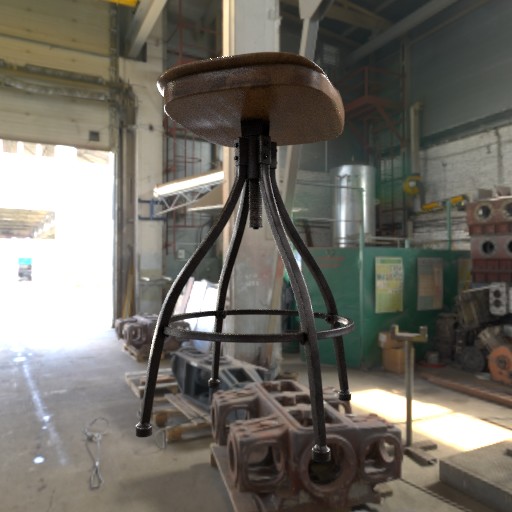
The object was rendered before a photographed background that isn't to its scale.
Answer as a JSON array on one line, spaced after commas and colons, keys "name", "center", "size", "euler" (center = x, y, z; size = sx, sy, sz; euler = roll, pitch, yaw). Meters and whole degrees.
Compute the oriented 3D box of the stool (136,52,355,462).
[{"name": "stool", "center": [0.000, 0.000, 0.974], "size": [0.424, 0.694, 0.432], "euler": [0, -1, 18]}]
